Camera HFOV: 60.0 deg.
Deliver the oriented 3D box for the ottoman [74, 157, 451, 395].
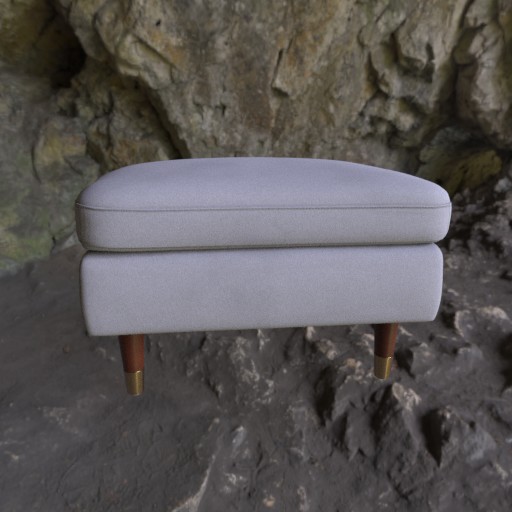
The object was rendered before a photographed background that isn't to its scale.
[{"bbox_3d":[0.000,0.000,1.113,0.747,0.478,0.593,-2,16,-6],"label":"ottoman"}]
